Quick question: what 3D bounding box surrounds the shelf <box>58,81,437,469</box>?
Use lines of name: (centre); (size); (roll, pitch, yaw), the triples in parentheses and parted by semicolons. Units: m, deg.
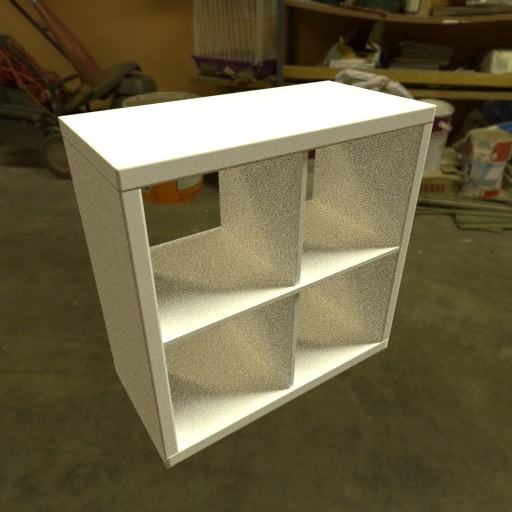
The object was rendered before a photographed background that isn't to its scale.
shelf: (0.000, 0.000, 1.229); (0.790, 0.786, 0.390); (-19, 36, -28)
